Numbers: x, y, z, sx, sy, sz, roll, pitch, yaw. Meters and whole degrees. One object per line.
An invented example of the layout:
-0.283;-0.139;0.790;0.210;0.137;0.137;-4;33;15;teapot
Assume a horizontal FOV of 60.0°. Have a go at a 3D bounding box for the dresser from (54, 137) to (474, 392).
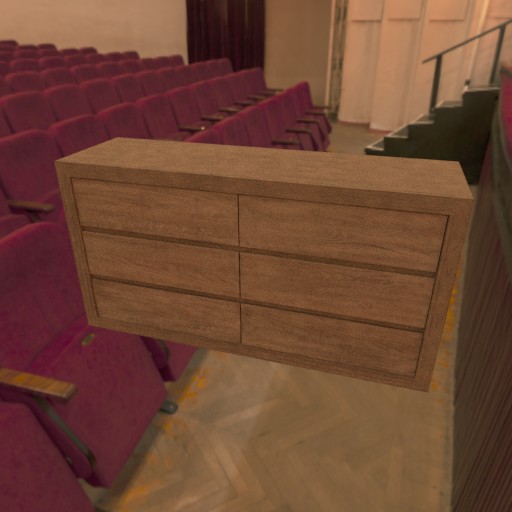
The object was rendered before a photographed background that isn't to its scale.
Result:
0.000;0.000;2.058;1.628;0.889;0.483;8;28;15;dresser
